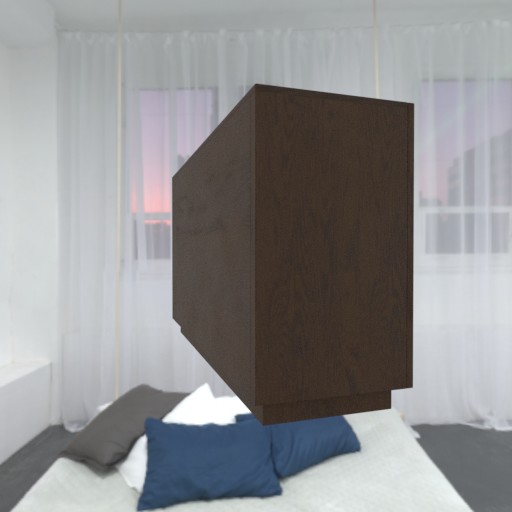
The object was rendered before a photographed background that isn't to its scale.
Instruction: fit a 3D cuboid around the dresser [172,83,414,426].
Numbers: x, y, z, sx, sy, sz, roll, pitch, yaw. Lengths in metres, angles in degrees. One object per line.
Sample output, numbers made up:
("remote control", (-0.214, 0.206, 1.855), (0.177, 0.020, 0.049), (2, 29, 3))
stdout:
("dresser", (0.000, 0.000, 1.919), (0.512, 0.889, 1.523), (0, 1, -18))
